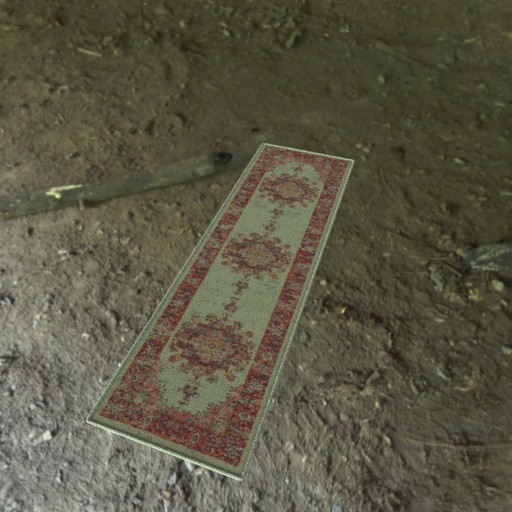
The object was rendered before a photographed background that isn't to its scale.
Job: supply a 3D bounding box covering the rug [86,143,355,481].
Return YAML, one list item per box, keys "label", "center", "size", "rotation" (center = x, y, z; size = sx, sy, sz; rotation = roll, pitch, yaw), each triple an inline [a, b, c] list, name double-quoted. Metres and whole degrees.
- label: "rug"
  center: [0.000, 0.000, 2.005]
  size: [0.562, 0.009, 1.824]
  rotation: [14, 47, 13]
